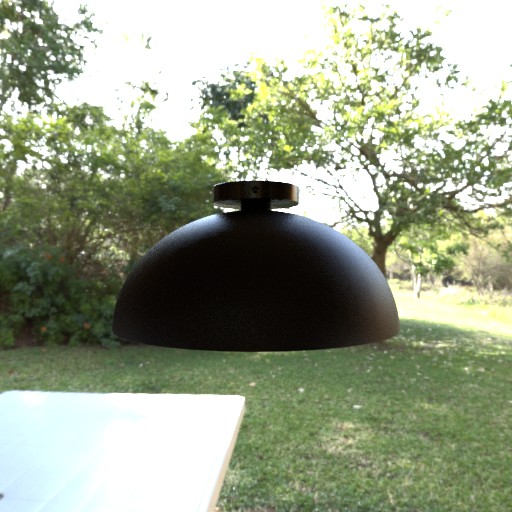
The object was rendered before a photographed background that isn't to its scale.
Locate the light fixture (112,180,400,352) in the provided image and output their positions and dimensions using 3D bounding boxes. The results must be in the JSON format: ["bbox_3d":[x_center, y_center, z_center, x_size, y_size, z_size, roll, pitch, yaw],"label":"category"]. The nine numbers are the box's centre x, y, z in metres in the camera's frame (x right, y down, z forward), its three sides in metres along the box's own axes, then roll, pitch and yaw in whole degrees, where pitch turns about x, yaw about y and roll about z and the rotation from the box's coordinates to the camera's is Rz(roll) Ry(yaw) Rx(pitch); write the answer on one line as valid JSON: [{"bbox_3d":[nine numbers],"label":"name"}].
[{"bbox_3d":[0.000,0.000,0.575,0.355,0.177,0.355,0,-1,0],"label":"light fixture"}]
